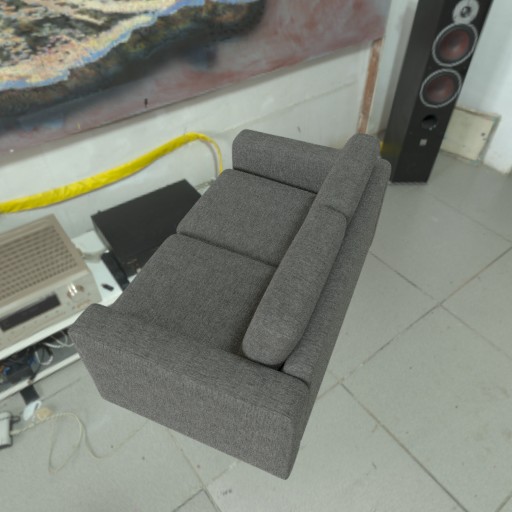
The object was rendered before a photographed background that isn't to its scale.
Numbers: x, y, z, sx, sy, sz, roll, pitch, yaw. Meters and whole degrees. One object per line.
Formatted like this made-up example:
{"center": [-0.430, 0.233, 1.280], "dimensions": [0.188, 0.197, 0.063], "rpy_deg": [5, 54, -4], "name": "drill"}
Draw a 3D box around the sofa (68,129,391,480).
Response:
{"center": [0.000, 0.000, 2.030], "dimensions": [0.900, 0.800, 1.520], "rpy_deg": [17, 48, 16], "name": "sofa"}
